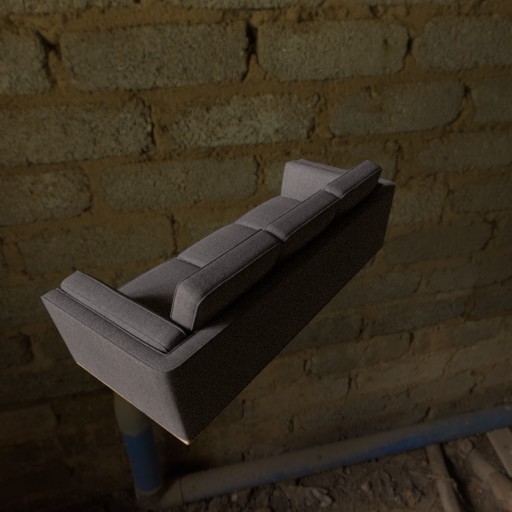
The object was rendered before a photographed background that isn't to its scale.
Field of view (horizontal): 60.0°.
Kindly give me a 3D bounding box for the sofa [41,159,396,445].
[{"bbox_3d":[0.000,0.000,2.838,0.903,0.899,2.362,22,38,30],"label":"sofa"}]
